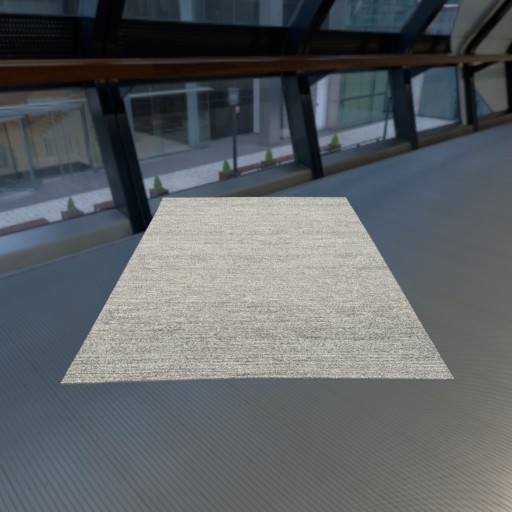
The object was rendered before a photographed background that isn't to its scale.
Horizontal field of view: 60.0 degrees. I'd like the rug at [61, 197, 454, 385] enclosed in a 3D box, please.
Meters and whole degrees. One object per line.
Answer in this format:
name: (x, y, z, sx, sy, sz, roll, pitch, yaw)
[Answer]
rug: (0.000, 0.000, 2.854, 1.616, 0.030, 2.338, 0, 26, 0)
